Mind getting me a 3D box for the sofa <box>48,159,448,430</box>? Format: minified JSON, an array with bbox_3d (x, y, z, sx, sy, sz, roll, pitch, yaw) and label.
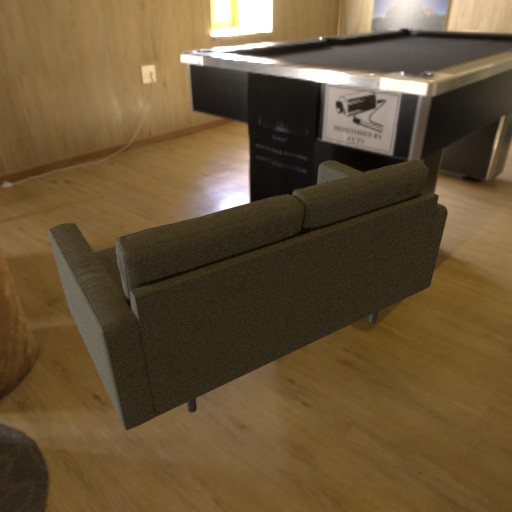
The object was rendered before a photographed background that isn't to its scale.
[{"bbox_3d":[0.000,0.000,2.229,1.730,0.897,0.889,-18,36,-28],"label":"sofa"}]
